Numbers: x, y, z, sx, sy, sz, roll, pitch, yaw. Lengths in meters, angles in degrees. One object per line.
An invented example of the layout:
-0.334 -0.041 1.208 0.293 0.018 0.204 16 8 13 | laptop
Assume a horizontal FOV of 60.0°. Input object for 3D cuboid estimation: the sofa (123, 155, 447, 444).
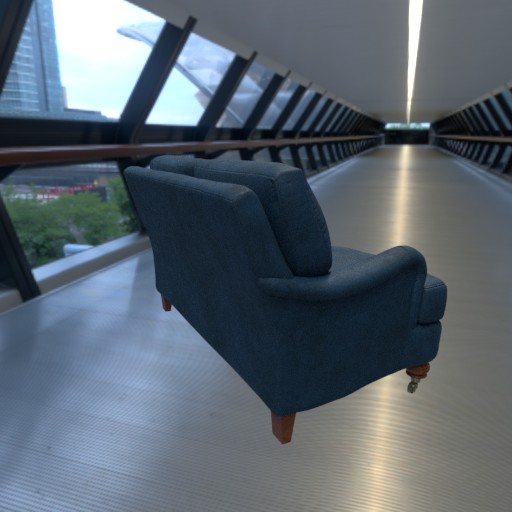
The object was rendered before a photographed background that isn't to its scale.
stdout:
0.000 0.000 2.534 1.084 1.101 1.853 -7 16 -27 | sofa
